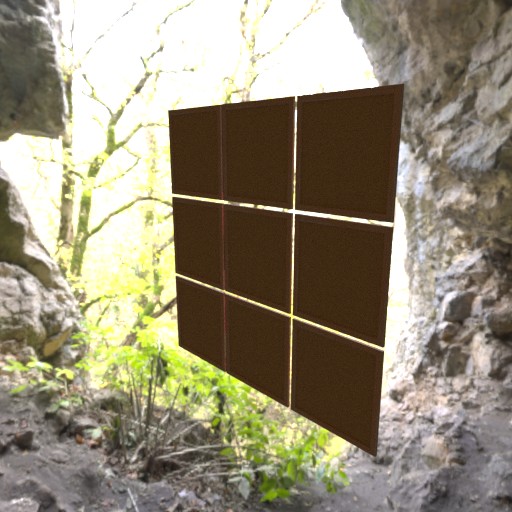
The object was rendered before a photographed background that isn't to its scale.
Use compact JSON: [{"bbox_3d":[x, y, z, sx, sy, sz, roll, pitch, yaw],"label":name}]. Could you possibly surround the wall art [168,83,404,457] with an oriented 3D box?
[{"bbox_3d":[0.000,0.000,2.280,0.013,1.519,1.521,-12,18,-42],"label":"wall art"}]
